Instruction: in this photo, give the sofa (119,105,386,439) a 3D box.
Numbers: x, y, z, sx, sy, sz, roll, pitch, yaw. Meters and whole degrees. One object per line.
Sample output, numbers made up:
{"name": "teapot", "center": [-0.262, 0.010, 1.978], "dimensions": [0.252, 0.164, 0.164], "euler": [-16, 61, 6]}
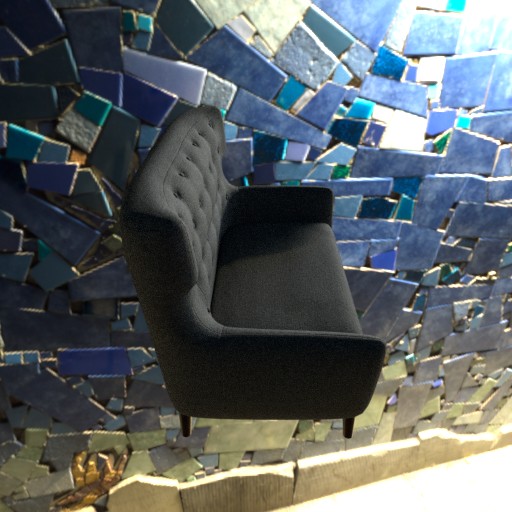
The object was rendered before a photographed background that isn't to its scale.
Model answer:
{"name": "sofa", "center": [0.000, 0.000, 2.000], "dimensions": [0.874, 1.028, 1.358], "euler": [0, 32, 0]}
